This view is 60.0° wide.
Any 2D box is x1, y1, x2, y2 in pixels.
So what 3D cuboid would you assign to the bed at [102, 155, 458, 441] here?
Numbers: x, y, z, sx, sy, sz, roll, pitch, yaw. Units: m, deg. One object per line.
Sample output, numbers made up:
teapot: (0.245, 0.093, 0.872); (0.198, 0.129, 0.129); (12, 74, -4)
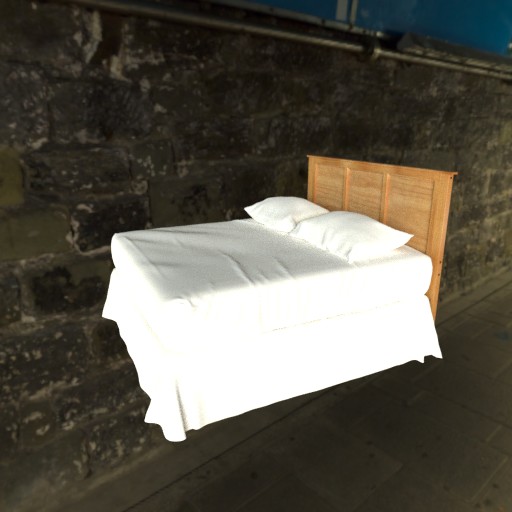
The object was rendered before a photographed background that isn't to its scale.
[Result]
bed: (0.000, 0.000, 3.233); (2.035, 1.273, 1.870); (-8, 19, -25)
